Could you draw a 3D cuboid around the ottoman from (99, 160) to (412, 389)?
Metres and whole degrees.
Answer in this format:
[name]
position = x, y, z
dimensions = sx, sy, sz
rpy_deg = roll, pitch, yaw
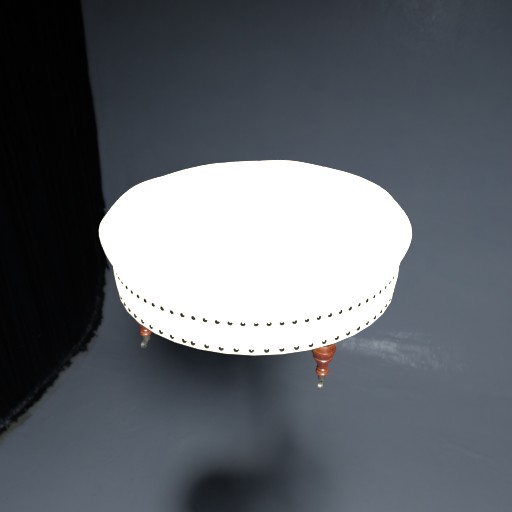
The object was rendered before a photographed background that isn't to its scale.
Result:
[ottoman]
position = 0.000, 0.000, 1.390
dimensions = 0.901, 0.439, 0.901
rpy_deg = 0, 27, 0
